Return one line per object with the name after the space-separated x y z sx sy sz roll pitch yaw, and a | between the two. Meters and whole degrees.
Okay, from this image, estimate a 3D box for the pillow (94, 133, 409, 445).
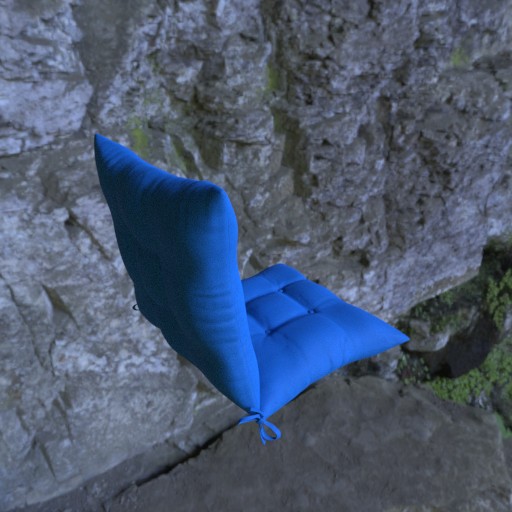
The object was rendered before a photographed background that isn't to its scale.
0.000 0.000 1.025 0.585 0.536 0.541 -18 31 -33 | pillow
